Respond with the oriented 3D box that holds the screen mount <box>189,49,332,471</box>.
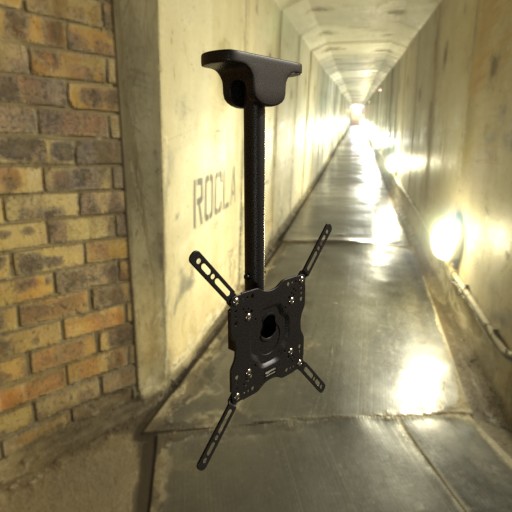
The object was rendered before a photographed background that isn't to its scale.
[{"bbox_3d":[0.000,0.000,0.884,0.090,0.729,0.393,13,19,43],"label":"screen mount"}]
